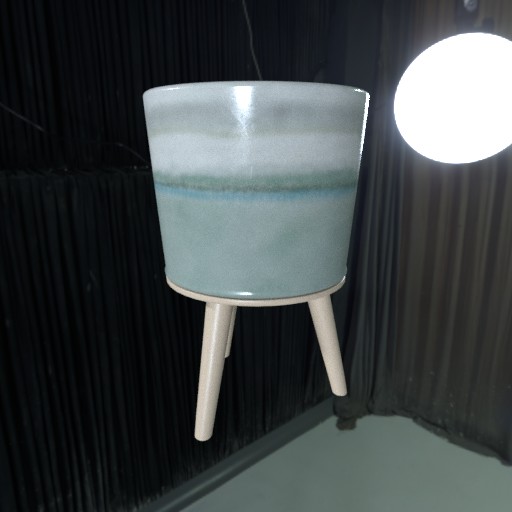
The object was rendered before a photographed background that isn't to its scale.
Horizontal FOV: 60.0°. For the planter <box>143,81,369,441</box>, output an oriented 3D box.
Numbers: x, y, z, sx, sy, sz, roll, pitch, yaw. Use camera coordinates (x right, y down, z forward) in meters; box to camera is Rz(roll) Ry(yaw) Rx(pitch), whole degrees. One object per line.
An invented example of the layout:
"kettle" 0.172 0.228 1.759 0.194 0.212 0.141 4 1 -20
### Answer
"planter" 0.000 0.000 0.585 0.265 0.404 0.265 -14 20 -43
